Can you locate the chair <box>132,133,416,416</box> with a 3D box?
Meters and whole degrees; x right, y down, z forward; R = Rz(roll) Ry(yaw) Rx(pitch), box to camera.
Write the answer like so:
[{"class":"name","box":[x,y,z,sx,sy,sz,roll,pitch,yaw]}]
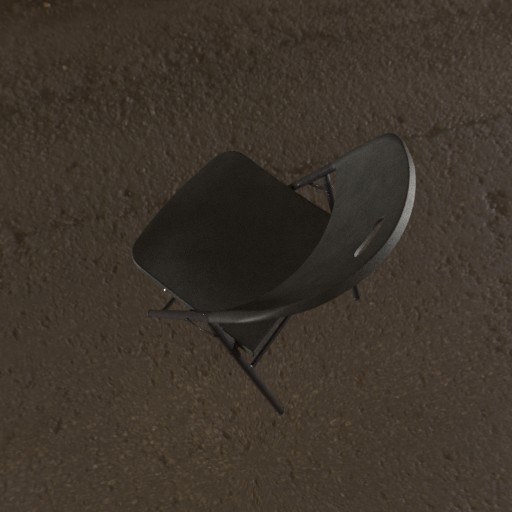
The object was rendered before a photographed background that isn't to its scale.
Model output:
[{"class":"chair","box":[0.000,0.000,1.153,0.566,0.810,0.494,33,69,15]}]
